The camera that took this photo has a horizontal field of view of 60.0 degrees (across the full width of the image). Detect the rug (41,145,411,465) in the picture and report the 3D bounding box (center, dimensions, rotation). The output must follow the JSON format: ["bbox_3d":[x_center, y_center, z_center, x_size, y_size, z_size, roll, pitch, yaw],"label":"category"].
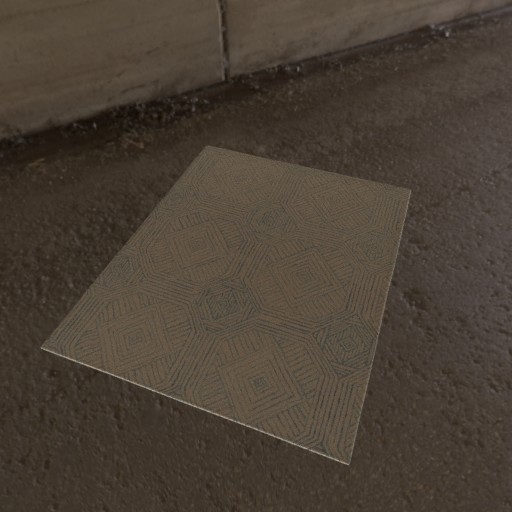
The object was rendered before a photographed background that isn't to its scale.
[{"bbox_3d":[0.000,0.000,4.143,2.457,0.015,3.049,15,49,14],"label":"rug"}]
